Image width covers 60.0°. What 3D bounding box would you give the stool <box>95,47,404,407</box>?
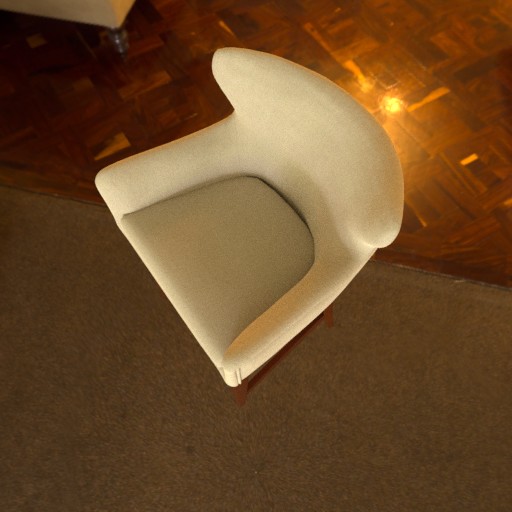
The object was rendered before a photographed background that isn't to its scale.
[{"bbox_3d":[0.000,0.000,1.312,0.570,0.951,0.601,-33,69,-15],"label":"stool"}]
